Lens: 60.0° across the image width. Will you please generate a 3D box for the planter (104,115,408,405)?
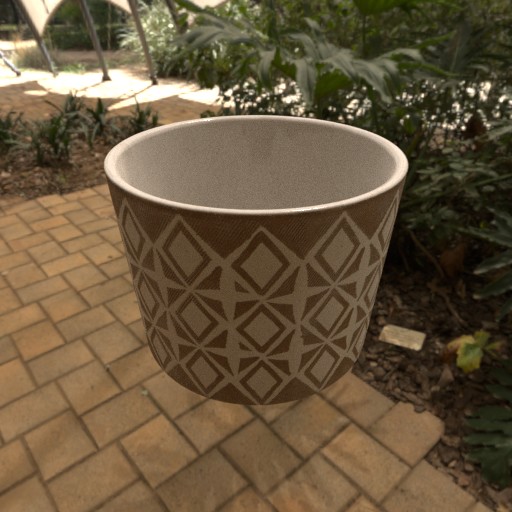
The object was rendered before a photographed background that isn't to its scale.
[{"bbox_3d":[0.000,0.000,0.450,0.260,0.220,0.260,0,31,0],"label":"planter"}]
